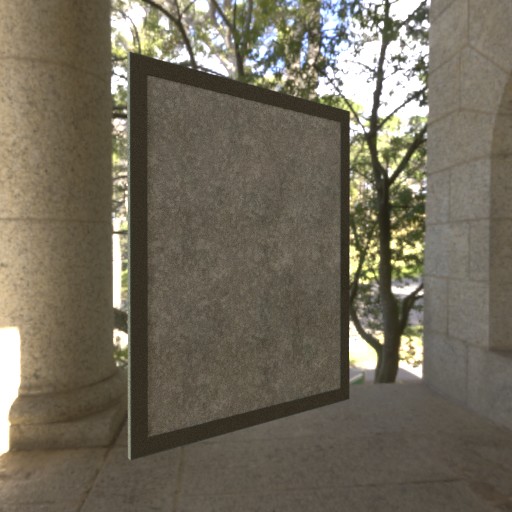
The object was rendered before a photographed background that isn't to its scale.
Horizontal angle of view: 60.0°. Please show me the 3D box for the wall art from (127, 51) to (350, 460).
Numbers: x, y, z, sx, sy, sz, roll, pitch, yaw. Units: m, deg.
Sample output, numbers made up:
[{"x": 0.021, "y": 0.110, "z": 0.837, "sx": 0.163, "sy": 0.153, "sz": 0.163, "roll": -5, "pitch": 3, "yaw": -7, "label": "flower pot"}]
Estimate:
[{"x": 0.000, "y": 0.000, "z": 1.301, "sx": 0.767, "sy": 0.983, "sz": 0.030, "roll": 0, "pitch": 1, "yaw": -36, "label": "wall art"}]
